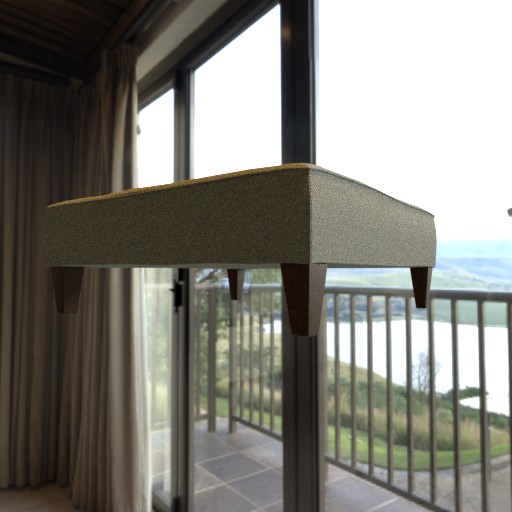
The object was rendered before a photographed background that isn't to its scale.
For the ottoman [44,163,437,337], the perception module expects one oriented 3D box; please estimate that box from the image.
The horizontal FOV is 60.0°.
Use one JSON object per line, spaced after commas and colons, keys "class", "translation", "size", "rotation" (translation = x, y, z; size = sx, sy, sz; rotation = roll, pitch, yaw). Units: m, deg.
{"class": "ottoman", "translation": [0.000, 0.000, 1.538], "size": [0.968, 0.379, 1.004], "rotation": [-2, -3, 35]}
